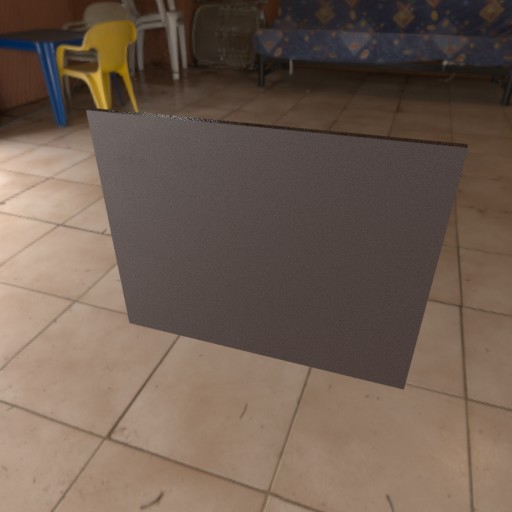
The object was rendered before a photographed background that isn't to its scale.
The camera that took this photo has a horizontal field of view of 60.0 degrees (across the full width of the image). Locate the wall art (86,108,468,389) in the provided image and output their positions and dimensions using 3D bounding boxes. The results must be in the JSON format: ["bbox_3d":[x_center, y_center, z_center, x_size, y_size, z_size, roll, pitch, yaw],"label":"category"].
[{"bbox_3d":[0.000,0.000,1.616,1.207,0.952,0.034,10,34,15],"label":"wall art"}]
